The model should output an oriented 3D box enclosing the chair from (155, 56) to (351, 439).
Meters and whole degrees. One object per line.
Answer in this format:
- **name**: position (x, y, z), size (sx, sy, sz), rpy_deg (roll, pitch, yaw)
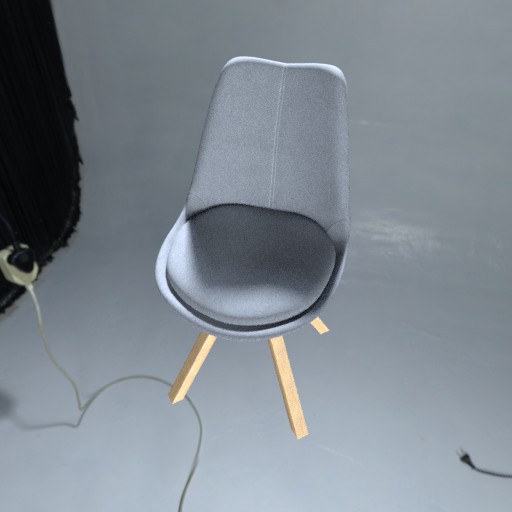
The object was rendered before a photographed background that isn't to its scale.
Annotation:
- **chair**: position (0.000, 0.000, 1.201), size (0.474, 0.863, 0.549), rpy_deg (11, 42, 13)
